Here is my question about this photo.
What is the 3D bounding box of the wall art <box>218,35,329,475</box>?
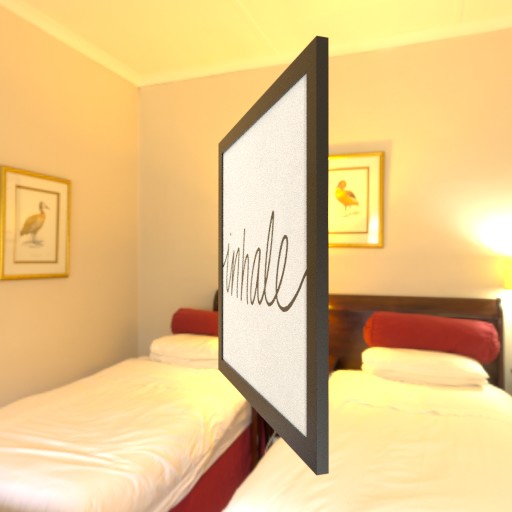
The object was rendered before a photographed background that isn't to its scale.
[{"bbox_3d":[0.000,0.000,0.662,0.014,0.445,0.446,0,0,-18],"label":"wall art"}]
